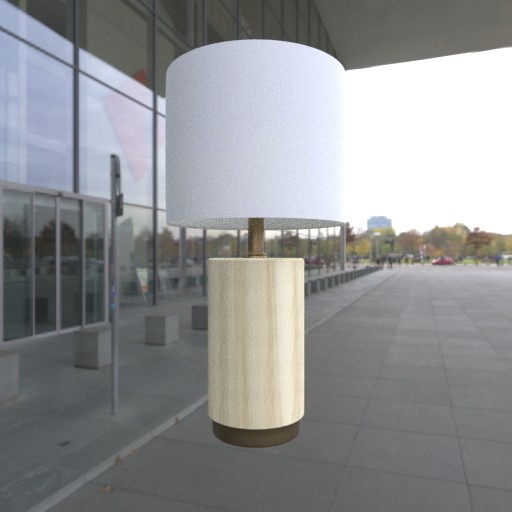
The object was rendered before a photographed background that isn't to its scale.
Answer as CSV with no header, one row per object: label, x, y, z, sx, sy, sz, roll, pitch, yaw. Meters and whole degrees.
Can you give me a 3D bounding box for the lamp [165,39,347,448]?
lamp,0.000,0.000,0.568,0.228,0.444,0.228,0,0,36
